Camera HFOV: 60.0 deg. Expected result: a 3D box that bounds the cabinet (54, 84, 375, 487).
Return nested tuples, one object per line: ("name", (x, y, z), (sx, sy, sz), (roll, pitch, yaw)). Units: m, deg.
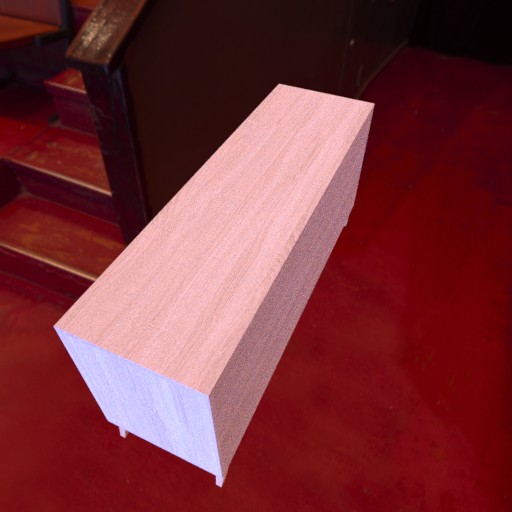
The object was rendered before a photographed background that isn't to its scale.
("cabinet", (0.000, 0.000, 1.979), (0.500, 0.780, 1.649), (19, 49, 17))
